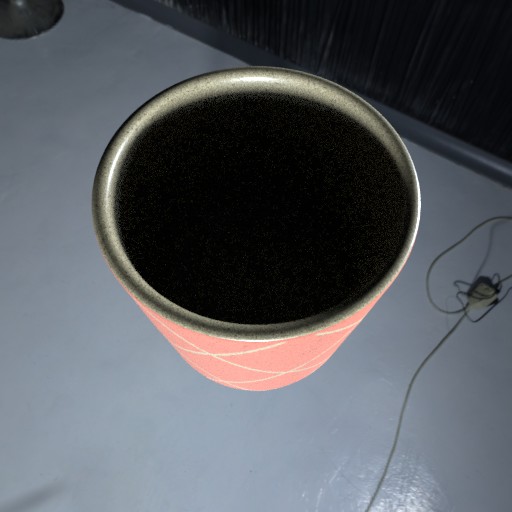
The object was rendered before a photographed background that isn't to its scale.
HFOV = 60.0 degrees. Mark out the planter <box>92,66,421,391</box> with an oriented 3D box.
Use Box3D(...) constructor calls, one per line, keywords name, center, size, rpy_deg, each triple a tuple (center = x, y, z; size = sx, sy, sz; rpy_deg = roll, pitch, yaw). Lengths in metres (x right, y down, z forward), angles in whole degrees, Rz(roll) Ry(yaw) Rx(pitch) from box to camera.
Box3D(name="planter", center=(0.000, 0.000, 0.348), size=(0.191, 0.200, 0.191), rpy_deg=(0, 64, 0))
